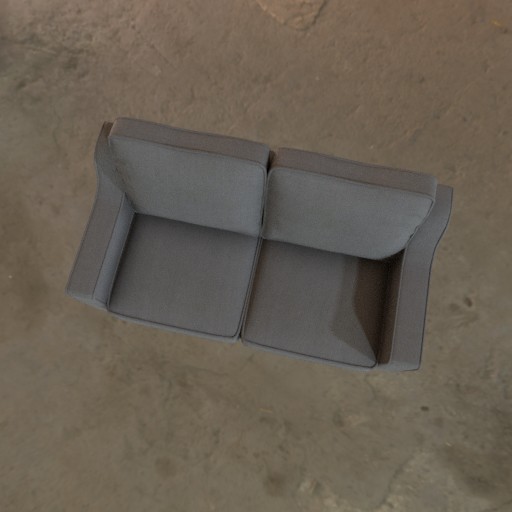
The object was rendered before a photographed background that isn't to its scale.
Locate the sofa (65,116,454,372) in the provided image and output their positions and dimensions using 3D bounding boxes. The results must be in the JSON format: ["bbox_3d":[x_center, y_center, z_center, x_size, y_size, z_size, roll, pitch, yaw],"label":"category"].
[{"bbox_3d":[0.000,0.000,2.002,1.500,0.948,0.791,12,74,3],"label":"sofa"}]
